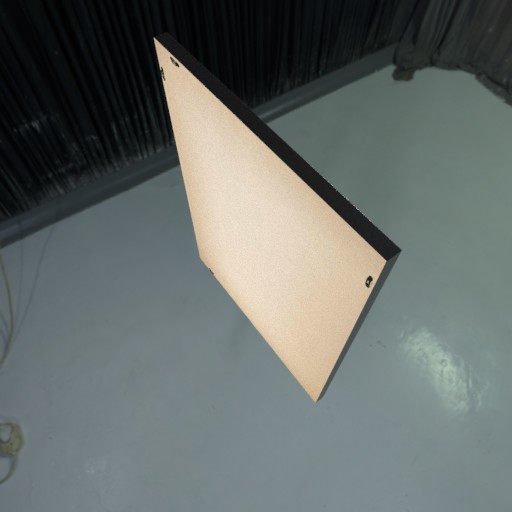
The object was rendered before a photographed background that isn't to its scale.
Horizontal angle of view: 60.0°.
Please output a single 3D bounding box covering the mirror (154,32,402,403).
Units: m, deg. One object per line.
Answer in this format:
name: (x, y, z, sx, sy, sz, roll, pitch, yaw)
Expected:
mirror: (0.000, 0.000, 1.326, 0.041, 1.016, 0.762, -33, 64, -18)
